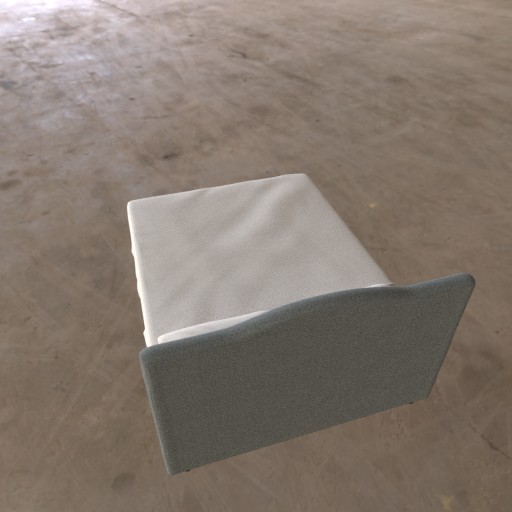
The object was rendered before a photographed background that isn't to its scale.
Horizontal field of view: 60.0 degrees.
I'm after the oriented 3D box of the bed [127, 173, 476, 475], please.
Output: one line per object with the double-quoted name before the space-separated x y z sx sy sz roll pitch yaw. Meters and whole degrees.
"bed" 0.000 0.000 3.876 2.161 1.457 2.689 -11 41 -13
